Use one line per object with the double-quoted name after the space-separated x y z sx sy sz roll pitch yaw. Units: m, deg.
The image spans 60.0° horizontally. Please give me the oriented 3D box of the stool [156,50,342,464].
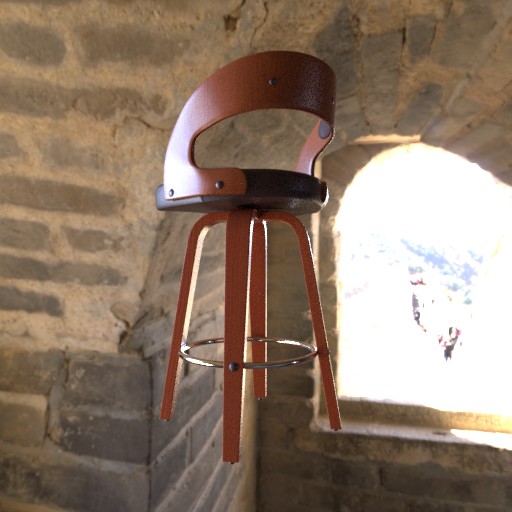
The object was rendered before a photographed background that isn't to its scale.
0.000 0.000 1.217 0.457 0.940 0.457 1 -1 -36 "stool"
